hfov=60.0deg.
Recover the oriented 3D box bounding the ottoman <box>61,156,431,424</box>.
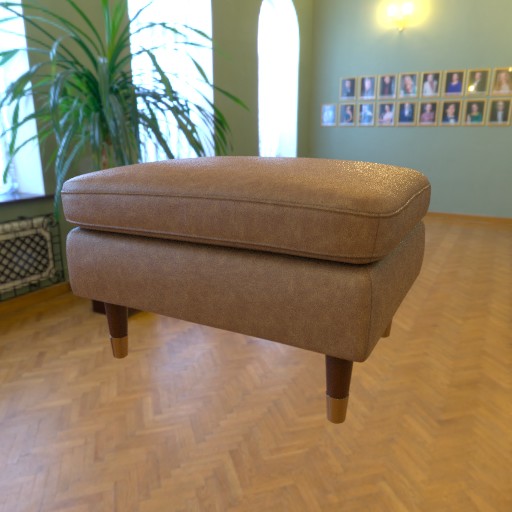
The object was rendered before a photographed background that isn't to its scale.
[{"bbox_3d":[0.000,0.000,1.094,0.747,0.478,0.593,8,17,26],"label":"ottoman"}]
